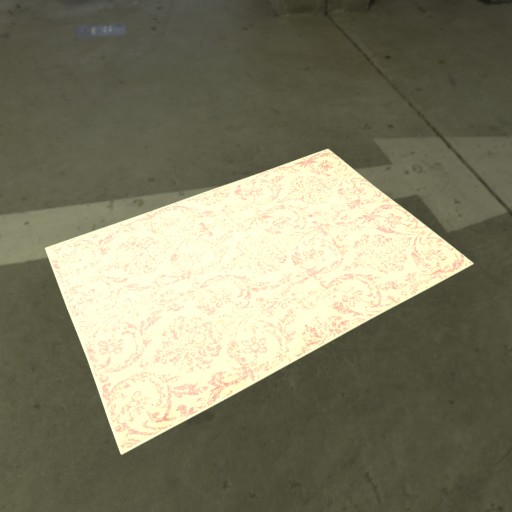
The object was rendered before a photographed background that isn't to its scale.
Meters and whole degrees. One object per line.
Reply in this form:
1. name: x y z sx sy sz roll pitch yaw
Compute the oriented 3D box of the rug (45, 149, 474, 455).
1. rug: 0.000 0.000 3.395 2.746 0.018 1.819 -23 50 -21
